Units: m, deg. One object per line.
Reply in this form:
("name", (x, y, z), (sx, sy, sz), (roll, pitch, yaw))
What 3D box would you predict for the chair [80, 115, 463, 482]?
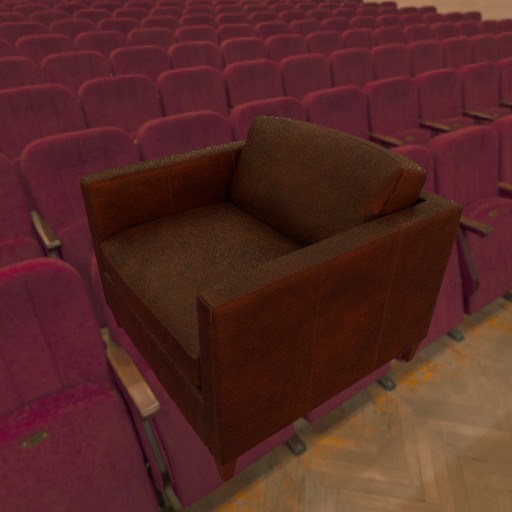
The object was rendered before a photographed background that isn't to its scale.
("chair", (0.000, 0.000, 1.679), (0.975, 0.864, 0.990), (-20, 37, -30))
